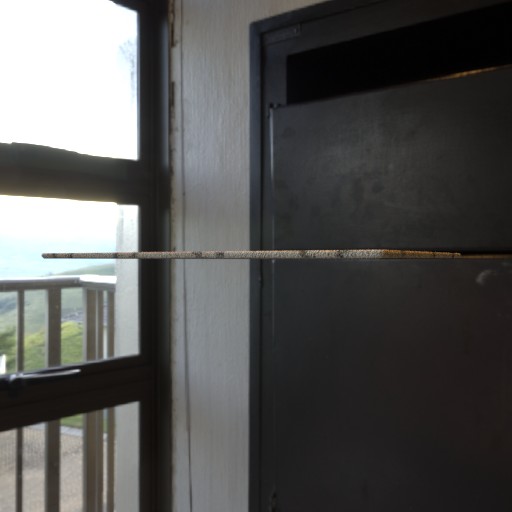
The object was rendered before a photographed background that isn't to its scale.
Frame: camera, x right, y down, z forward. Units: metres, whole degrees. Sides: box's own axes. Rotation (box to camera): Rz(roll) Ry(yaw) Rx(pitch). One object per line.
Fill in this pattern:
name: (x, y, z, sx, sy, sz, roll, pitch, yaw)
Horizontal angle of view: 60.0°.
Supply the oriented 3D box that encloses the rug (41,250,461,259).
rug: (0.000, 0.000, 2.098, 1.600, 0.025, 1.200, 0, 0, 34)
